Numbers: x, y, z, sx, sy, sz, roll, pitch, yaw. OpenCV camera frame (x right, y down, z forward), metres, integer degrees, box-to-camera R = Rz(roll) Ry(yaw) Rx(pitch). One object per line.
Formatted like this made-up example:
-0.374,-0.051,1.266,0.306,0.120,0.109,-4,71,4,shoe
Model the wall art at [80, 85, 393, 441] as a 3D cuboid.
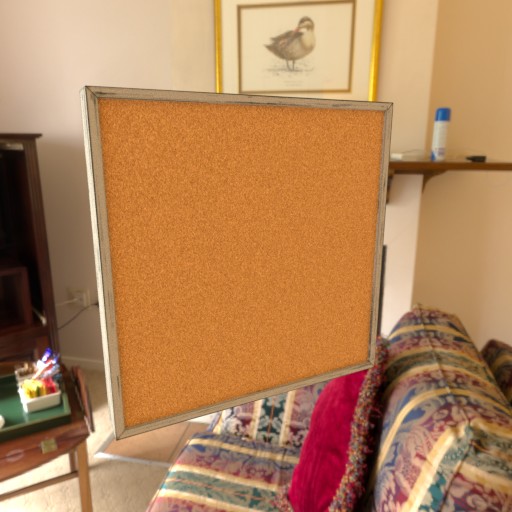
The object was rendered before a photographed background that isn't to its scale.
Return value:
0.000,0.000,0.448,0.303,0.303,0.036,-7,16,-26,wall art
